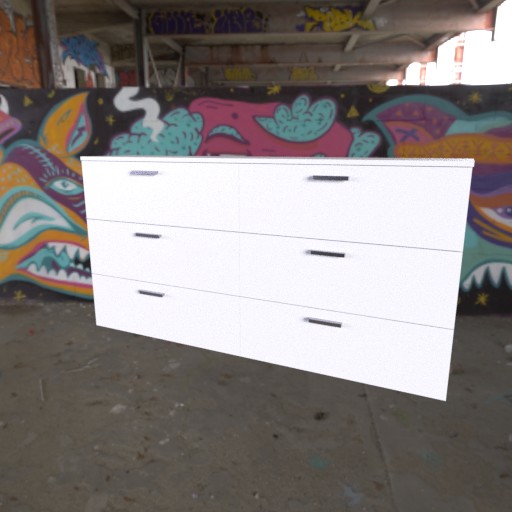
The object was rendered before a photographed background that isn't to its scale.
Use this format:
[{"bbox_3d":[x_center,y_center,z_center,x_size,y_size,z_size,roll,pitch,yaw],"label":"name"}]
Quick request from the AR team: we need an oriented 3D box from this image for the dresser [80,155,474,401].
[{"bbox_3d":[0.000,0.000,1.823,1.535,0.790,0.333,6,15,24],"label":"dresser"}]
